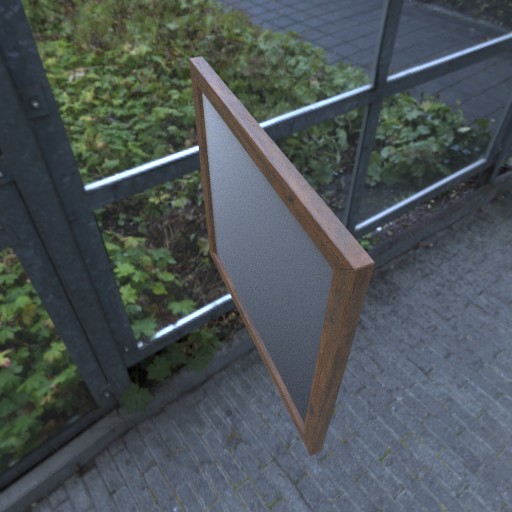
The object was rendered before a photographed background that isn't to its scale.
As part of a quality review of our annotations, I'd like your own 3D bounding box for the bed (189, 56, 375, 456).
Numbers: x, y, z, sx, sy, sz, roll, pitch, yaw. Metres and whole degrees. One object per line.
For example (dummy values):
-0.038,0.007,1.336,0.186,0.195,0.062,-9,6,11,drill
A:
0.000,0.000,1.505,0.046,0.942,1.046,-17,48,-16,bed
